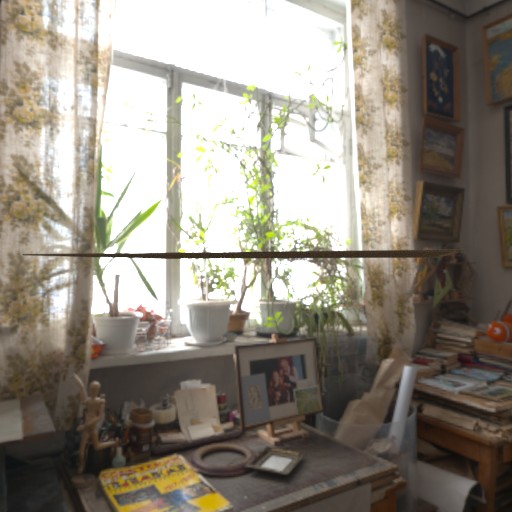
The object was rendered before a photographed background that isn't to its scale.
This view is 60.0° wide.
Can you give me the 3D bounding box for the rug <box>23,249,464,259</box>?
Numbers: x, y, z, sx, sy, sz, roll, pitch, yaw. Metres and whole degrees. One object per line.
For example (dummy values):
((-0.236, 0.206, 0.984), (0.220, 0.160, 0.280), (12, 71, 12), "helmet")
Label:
((0.000, 0.000, 2.301), (1.827, 0.006, 1.221), (0, -1, 19), "rug")
